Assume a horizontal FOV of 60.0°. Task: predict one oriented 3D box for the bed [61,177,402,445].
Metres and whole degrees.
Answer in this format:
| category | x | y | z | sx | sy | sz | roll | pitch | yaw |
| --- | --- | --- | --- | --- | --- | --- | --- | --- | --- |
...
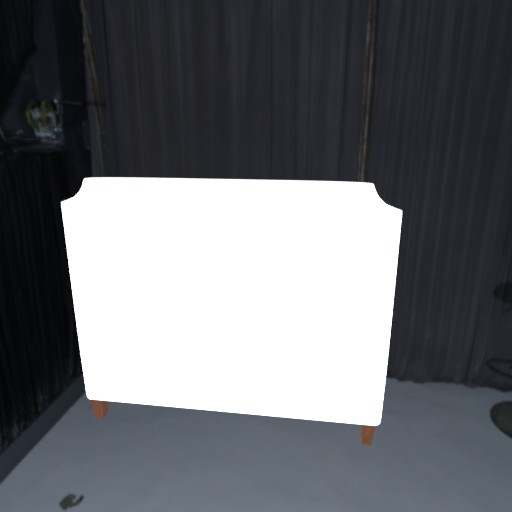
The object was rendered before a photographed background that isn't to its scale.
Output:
| category | x | y | z | sx | sy | sz | roll | pitch | yaw |
| --- | --- | --- | --- | --- | --- | --- | --- | --- | --- |
| bed | 0.000 | 0.000 | 3.420 | 1.712 | 1.443 | 2.365 | 2 | 17 | 8 |
